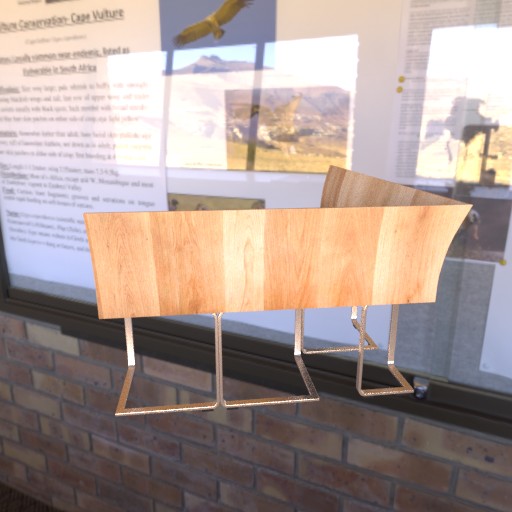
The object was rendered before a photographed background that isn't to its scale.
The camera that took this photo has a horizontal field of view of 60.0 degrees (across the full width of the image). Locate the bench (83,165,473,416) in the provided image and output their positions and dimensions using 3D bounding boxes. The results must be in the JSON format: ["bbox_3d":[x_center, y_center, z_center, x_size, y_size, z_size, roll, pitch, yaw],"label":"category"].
[{"bbox_3d":[0.000,0.000,2.730,1.495,0.930,1.945,-2,16,-7],"label":"bench"}]
